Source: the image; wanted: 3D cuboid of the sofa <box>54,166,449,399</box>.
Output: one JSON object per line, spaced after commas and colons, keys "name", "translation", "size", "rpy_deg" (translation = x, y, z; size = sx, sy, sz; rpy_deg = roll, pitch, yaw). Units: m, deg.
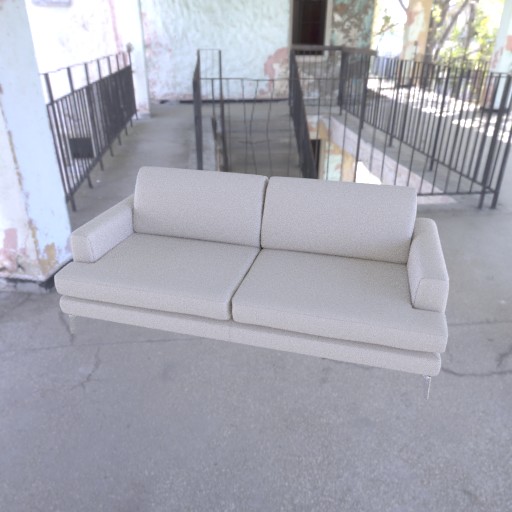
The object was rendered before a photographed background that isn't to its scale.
{"name": "sofa", "translation": [0.000, 0.000, 2.472], "size": [1.940, 0.765, 0.974], "rpy_deg": [7, 27, 14]}
